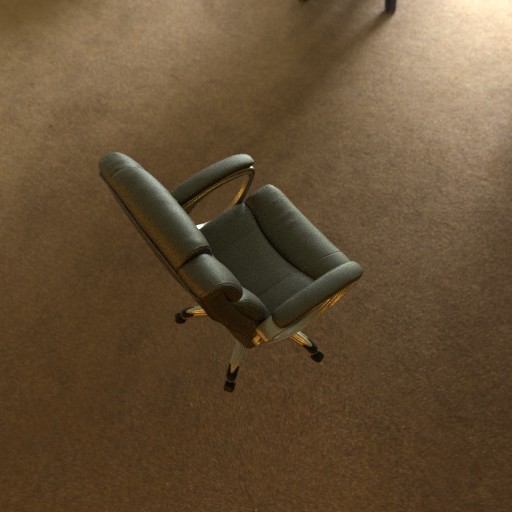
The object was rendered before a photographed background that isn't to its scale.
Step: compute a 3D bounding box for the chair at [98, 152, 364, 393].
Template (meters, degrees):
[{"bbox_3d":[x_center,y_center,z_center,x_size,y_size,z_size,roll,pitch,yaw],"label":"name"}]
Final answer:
[{"bbox_3d":[0.000,0.000,1.626,0.719,1.130,0.721,-32,65,-17],"label":"chair"}]
